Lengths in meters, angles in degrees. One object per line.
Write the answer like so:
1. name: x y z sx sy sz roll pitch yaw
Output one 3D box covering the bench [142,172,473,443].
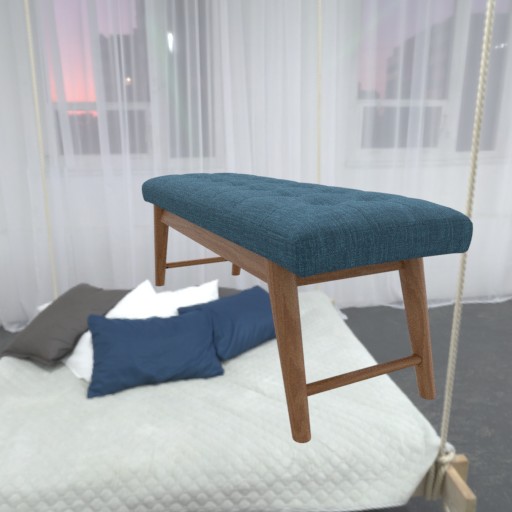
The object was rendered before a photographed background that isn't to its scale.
1. bench: 0.000 0.000 1.300 0.406 0.432 1.118 -7 16 -26
